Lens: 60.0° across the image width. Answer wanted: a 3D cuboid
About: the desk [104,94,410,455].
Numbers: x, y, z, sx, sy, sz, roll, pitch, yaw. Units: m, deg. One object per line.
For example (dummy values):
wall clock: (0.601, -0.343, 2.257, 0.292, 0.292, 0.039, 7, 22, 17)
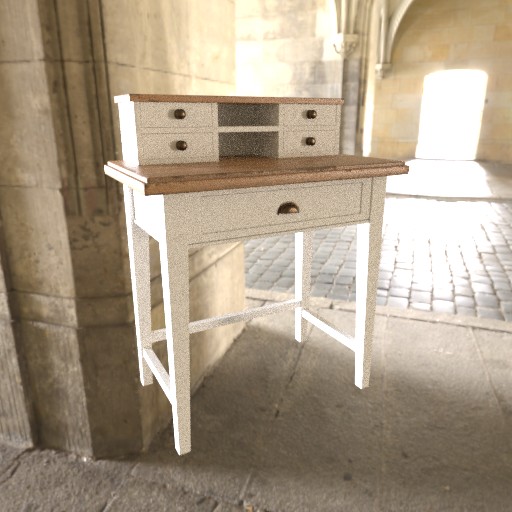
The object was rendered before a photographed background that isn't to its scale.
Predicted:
desk: (0.000, 0.000, 1.443, 0.814, 0.981, 0.462, -9, 20, -27)
